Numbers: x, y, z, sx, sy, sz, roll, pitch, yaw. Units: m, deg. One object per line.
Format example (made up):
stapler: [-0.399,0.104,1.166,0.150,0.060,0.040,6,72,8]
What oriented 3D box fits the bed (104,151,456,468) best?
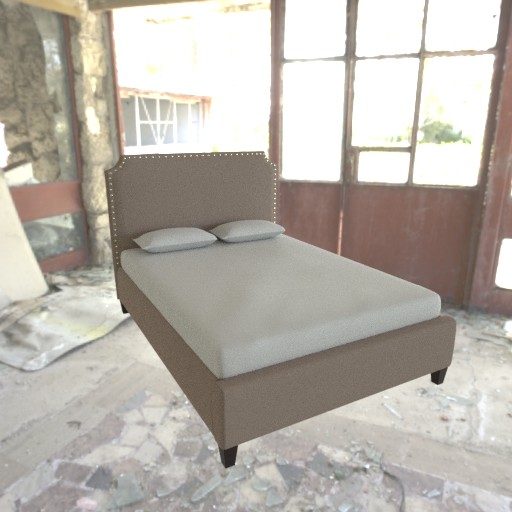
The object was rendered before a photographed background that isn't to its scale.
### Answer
bed: [0.000,0.000,3.395,1.713,1.443,2.372,-9,18,-28]
